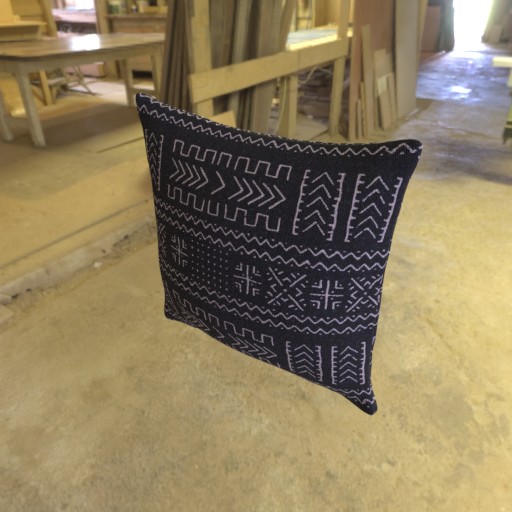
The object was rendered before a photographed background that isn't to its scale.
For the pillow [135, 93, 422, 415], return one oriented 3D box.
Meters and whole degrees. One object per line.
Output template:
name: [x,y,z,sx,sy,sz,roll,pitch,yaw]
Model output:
pillow: [0.000,0.000,0.672,0.438,0.430,0.164,19,36,29]
